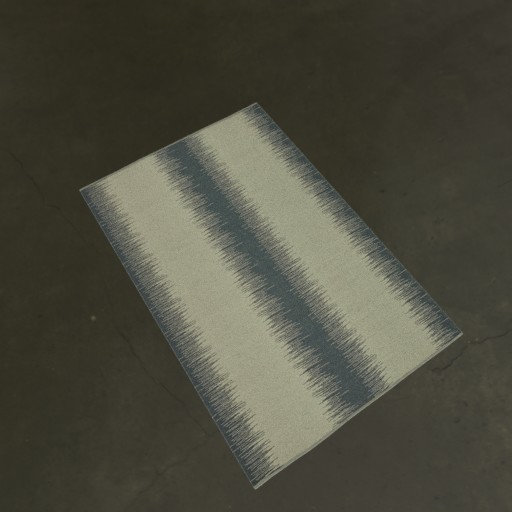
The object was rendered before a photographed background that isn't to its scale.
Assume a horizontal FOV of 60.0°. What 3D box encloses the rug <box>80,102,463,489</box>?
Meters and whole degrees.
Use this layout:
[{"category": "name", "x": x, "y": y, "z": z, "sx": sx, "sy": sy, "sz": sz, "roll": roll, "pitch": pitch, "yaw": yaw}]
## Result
[{"category": "rug", "x": 0.000, "y": 0.000, "z": 2.376, "sx": 1.234, "sy": 0.006, "sz": 1.854, "roll": -31, "pitch": 68, "yaw": -14}]
